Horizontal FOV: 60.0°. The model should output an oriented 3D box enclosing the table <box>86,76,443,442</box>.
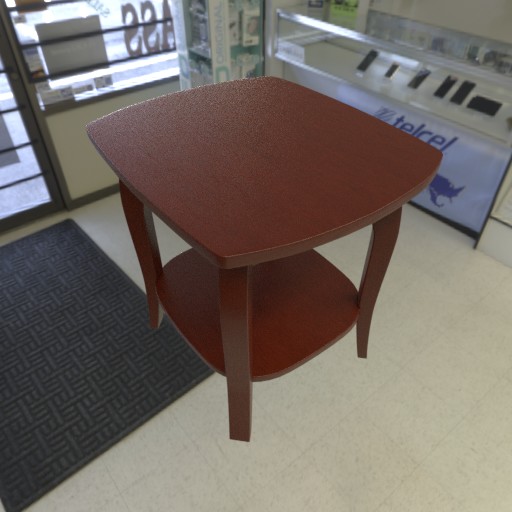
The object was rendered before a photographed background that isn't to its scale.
[{"bbox_3d":[0.000,0.000,0.867,0.433,0.496,0.502,-26,47,-27],"label":"table"}]
